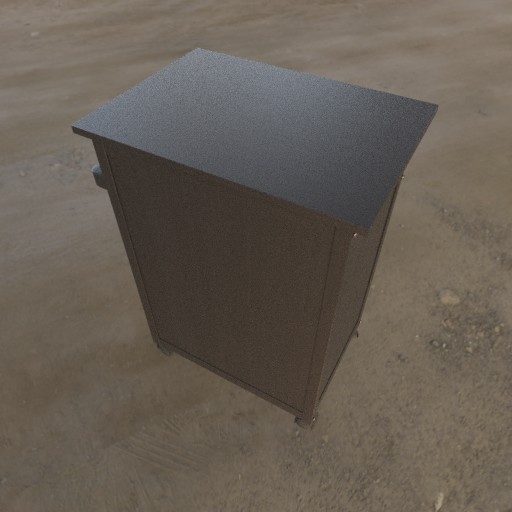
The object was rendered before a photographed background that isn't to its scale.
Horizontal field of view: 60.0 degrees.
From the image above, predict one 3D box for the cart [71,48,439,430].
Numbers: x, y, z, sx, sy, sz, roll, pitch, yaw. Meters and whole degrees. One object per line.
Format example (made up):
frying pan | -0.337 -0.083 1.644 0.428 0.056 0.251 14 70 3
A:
cart | 0.000 0.000 1.258 0.660 0.879 0.456 22 50 20
